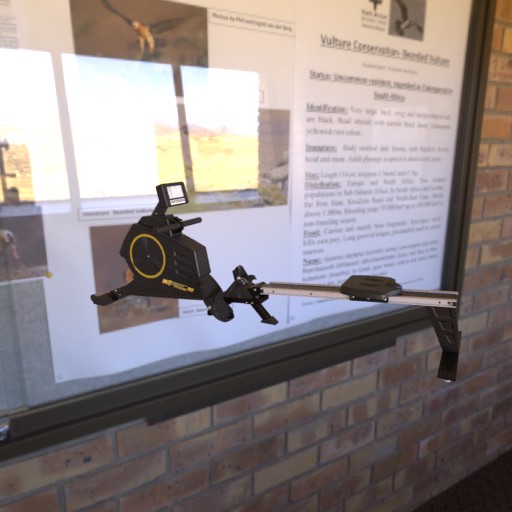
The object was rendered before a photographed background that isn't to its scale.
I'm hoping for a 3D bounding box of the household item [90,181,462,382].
[{"bbox_3d":[0.000,0.000,2.596,2.251,0.810,0.521,7,16,26],"label":"household item"}]
